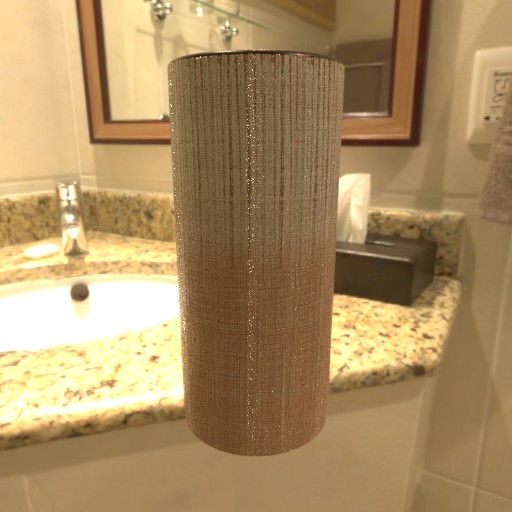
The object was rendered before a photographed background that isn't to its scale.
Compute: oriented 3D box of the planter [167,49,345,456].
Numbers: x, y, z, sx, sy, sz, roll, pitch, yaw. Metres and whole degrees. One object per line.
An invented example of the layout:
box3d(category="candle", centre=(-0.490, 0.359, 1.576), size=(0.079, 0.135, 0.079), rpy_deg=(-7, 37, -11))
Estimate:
box3d(category="planter", centre=(0.000, 0.000, 0.284), size=(0.100, 0.227, 0.100), rpy_deg=(-2, 16, -8))
